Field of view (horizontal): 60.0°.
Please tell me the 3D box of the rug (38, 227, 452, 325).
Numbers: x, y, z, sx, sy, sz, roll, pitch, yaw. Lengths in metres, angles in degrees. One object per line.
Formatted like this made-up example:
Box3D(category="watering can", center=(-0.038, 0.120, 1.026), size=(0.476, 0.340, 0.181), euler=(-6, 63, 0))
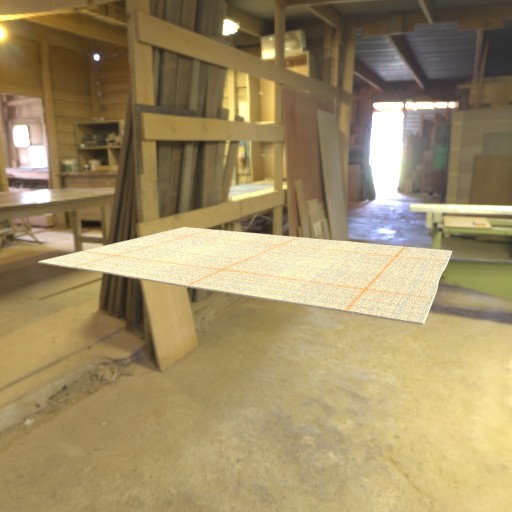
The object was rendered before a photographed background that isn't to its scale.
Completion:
Box3D(category="rug", center=(0.000, 0.000, 2.340), size=(1.825, 0.015, 1.232), euler=(6, 14, 26))
